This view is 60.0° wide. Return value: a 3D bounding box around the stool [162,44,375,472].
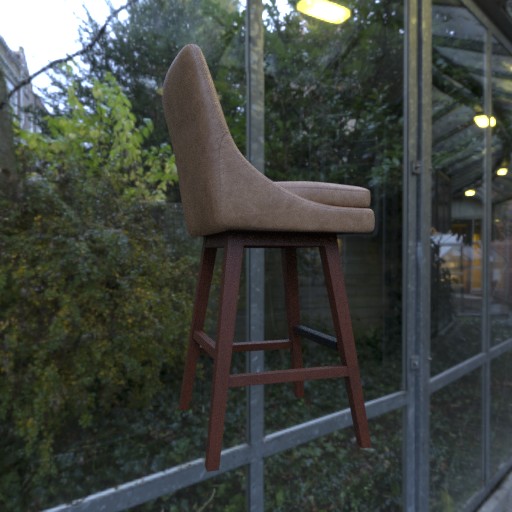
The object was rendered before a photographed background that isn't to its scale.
[{"bbox_3d":[0.000,0.000,1.399,0.572,1.079,0.487,0,0,-18],"label":"stool"}]
